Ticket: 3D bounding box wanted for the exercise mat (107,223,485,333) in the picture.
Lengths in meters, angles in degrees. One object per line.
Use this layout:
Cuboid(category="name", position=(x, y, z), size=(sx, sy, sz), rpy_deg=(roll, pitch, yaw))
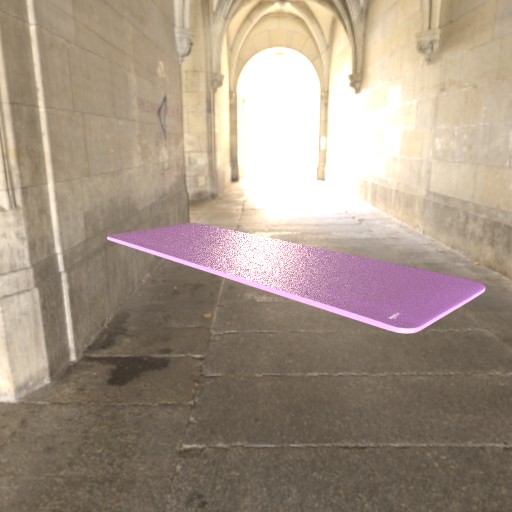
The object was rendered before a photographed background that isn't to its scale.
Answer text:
Cuboid(category="exercise mat", position=(0.000, 0.000, 2.092), size=(0.616, 0.021, 1.869), rpy_deg=(-14, 20, -43))
